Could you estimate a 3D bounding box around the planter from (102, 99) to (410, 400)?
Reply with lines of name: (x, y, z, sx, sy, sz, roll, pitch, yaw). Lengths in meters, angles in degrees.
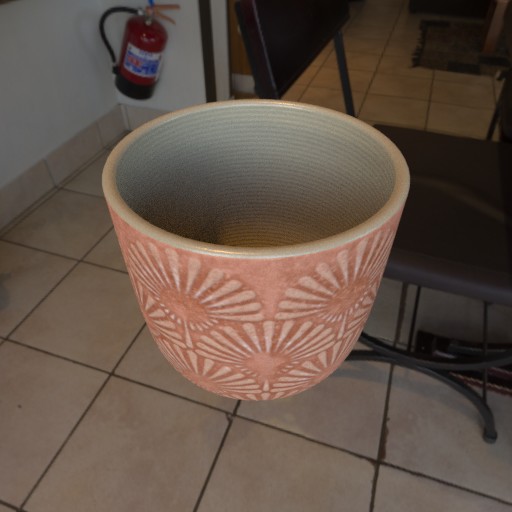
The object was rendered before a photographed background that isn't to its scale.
planter: (0.000, 0.000, 0.219, 0.124, 0.109, 0.124, 0, 41, 0)
